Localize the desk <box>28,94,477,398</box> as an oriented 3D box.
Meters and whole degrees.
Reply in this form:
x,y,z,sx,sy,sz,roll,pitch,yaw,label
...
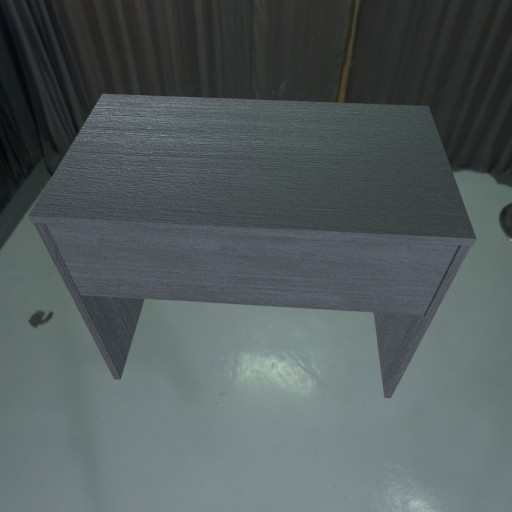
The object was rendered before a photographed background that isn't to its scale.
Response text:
x,y,z,sx,sy,sz,roll,pitch,yaw,label
0.000,0.000,1.314,0.893,0.724,0.498,3,48,3,desk
